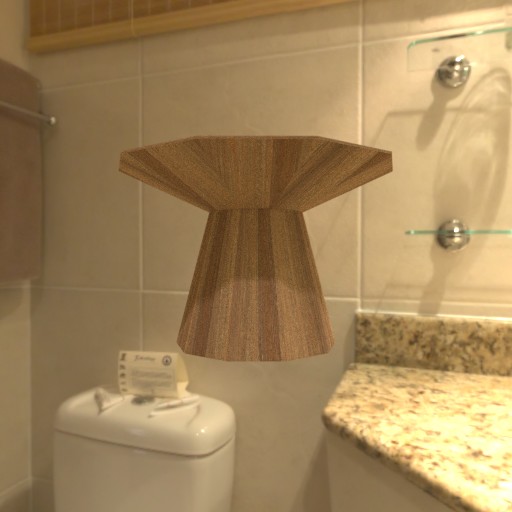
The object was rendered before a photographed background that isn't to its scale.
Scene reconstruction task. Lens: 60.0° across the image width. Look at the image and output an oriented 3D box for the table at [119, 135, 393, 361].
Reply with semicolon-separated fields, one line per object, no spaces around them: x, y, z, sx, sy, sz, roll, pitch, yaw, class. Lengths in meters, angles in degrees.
0.000;0.000;1.924;1.186;0.752;1.186;0;1;0;table
